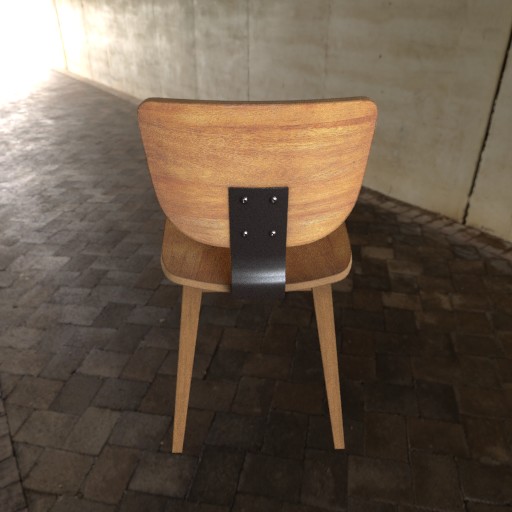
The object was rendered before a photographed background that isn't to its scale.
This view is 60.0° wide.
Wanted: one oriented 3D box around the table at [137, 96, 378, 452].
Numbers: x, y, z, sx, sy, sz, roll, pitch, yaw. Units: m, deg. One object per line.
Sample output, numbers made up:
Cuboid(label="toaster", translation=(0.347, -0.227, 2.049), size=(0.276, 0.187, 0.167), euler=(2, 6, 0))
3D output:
Cuboid(label="table", translation=(0.000, 0.000, 1.103), size=(0.499, 0.805, 0.500), euler=(-1, 29, -1))
